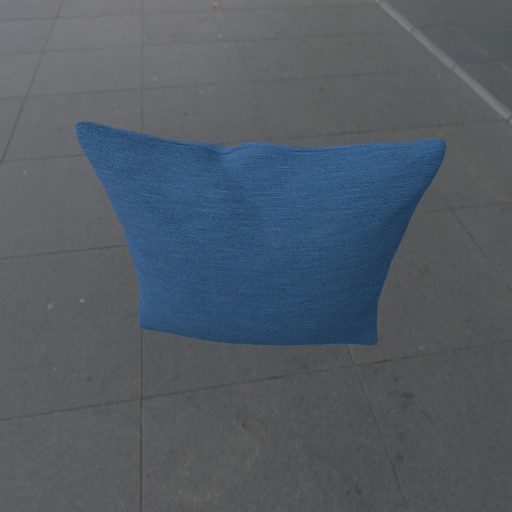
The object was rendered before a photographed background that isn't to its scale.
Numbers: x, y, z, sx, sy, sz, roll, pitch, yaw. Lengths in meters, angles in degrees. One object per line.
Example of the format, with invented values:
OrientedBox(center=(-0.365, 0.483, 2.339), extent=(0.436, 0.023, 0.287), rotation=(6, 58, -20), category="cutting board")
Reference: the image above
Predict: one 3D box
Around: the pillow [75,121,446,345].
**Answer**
OrientedBox(center=(0.000, 0.000, 0.663), extent=(0.437, 0.420, 0.177), rotation=(4, 47, 3), category="pillow")
